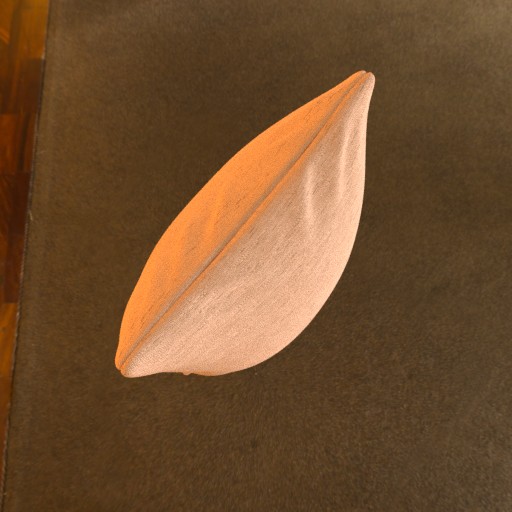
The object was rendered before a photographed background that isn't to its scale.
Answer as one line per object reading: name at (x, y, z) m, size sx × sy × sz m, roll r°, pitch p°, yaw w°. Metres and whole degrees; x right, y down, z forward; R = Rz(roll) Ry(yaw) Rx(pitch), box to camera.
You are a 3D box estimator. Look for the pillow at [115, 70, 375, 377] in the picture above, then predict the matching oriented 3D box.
pillow at (0.000, 0.000, 0.662) m, size 0.246 × 0.415 × 0.432 m, roll 37°, pitch 78°, yaw 9°
